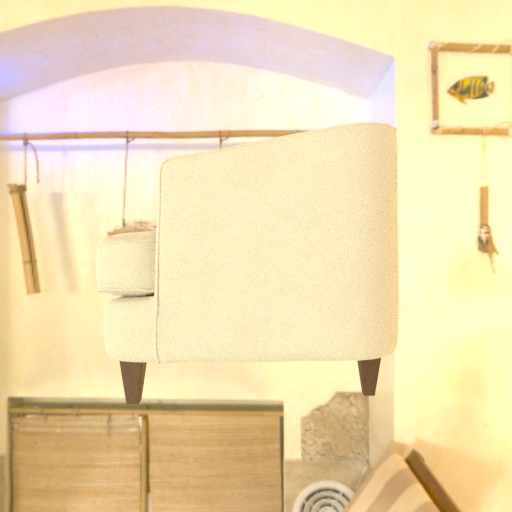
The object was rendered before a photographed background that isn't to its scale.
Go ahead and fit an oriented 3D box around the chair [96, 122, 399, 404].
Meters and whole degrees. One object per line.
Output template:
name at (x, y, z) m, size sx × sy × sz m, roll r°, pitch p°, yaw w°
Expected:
chair at (0.000, 0.000, 1.769) m, size 0.941 × 0.852 × 1.104 m, roll 0°, pitch 0°, yaw 1°
